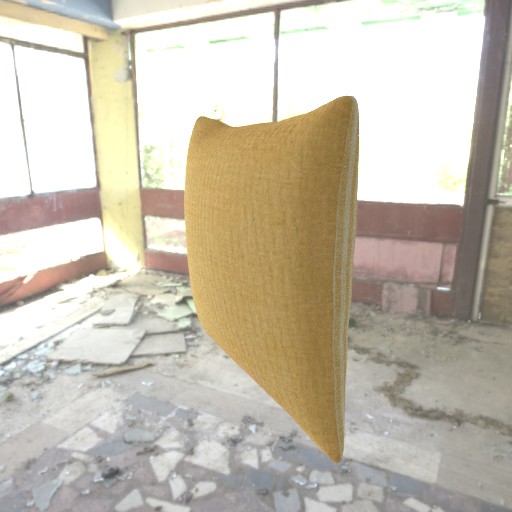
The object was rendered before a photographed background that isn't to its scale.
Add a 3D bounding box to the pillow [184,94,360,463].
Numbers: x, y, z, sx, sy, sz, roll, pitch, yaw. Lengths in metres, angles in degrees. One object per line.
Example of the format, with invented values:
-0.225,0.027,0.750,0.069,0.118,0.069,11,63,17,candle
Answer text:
0.000,0.000,0.641,0.173,0.407,0.419,-7,16,-26,pillow
